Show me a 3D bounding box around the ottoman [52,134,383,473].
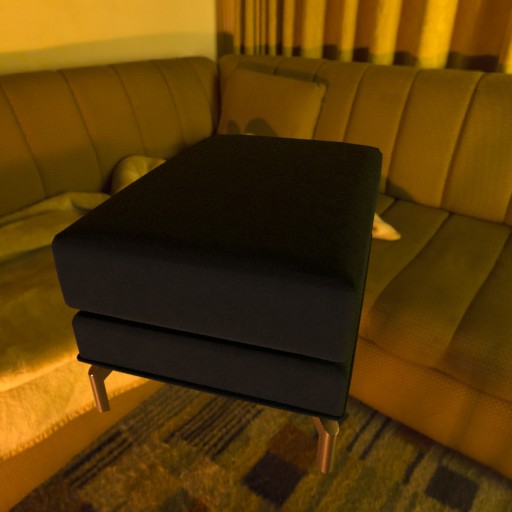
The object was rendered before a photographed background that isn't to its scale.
[{"bbox_3d":[0.000,0.000,1.190,0.587,0.498,0.835,8,31,14],"label":"ottoman"}]
